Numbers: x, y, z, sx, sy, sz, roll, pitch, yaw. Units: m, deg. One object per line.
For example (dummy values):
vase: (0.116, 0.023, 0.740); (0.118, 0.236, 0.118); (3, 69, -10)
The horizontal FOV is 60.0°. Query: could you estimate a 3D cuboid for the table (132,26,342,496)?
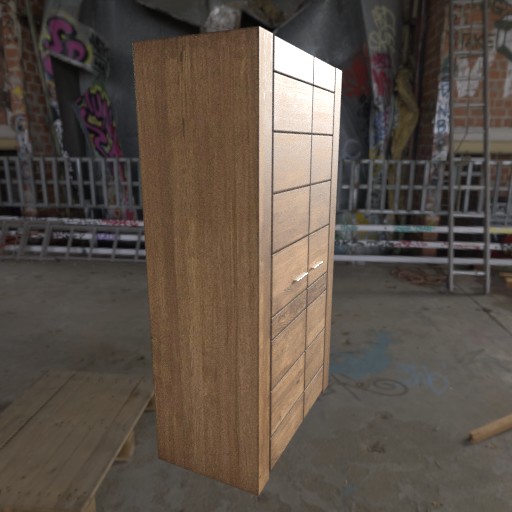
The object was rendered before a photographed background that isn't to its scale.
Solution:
table: (0.000, 0.000, 2.421); (0.600, 2.000, 1.100); (7, 16, 25)
